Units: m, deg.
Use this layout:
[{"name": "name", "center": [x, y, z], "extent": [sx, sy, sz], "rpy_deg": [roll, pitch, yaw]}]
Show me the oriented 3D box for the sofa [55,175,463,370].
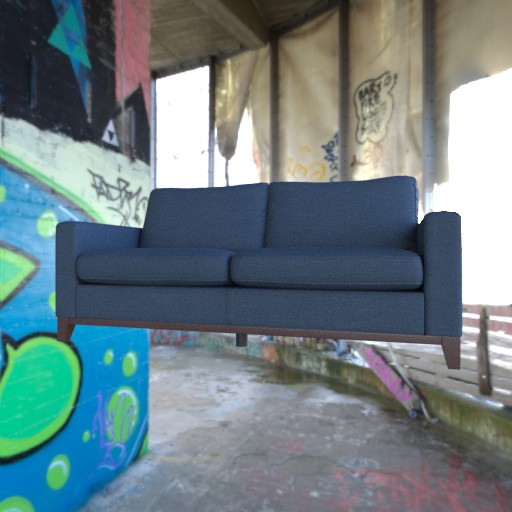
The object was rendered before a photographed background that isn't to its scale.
[{"name": "sofa", "center": [0.000, 0.000, 2.347], "extent": [1.900, 0.865, 0.877], "rpy_deg": [0, 0, 17]}]
